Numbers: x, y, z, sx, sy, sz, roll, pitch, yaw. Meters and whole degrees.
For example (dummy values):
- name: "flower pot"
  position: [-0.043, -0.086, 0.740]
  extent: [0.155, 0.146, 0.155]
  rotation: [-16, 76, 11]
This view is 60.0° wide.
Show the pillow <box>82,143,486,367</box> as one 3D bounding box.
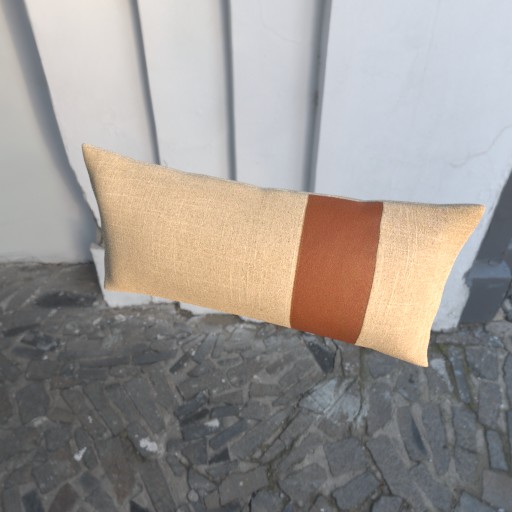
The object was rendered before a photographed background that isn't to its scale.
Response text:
- name: "pillow"
  position: [0.000, 0.000, 0.720]
  extent: [0.612, 0.282, 0.155]
  rotation: [11, 40, 14]
